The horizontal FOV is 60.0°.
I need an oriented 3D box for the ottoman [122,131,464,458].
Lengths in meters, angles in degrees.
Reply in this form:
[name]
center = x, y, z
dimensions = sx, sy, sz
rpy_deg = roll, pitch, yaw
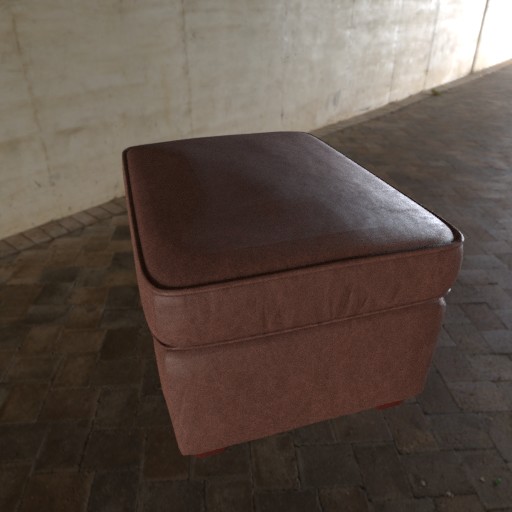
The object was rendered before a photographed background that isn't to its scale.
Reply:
[ottoman]
center = 0.000, 0.000, 1.051
dimensions = 0.548, 0.449, 0.749
rpy_deg = -9, 32, -15
